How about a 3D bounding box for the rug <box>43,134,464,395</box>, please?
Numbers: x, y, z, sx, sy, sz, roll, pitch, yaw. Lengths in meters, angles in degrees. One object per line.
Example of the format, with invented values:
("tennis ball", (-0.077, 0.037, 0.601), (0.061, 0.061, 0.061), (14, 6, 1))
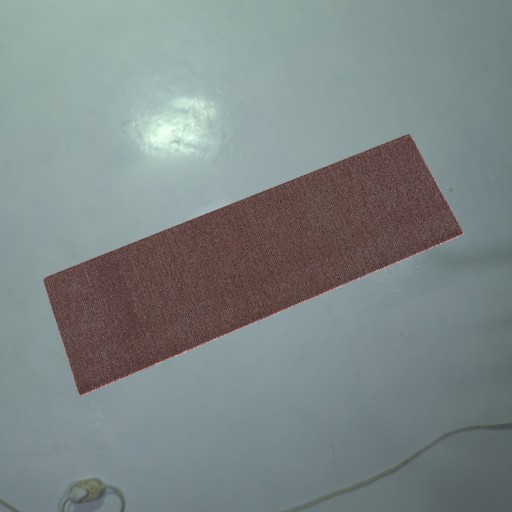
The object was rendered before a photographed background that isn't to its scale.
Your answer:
("rug", (0.000, 0.000, 2.513), (2.307, 0.012, 0.687), (-22, 78, -5))
